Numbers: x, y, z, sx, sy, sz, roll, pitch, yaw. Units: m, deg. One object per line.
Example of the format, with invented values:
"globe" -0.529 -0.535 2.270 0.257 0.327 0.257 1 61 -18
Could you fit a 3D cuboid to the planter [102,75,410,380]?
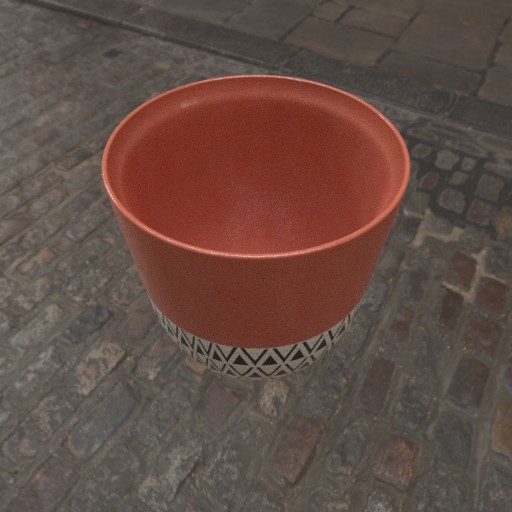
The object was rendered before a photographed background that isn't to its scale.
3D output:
"planter" 0.000 0.000 0.365 0.195 0.214 0.195 0 48 0
